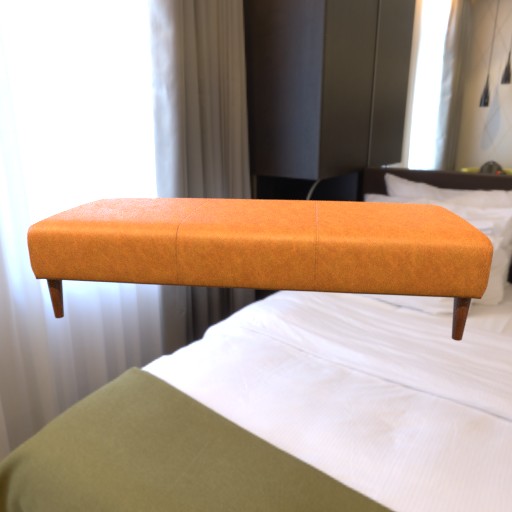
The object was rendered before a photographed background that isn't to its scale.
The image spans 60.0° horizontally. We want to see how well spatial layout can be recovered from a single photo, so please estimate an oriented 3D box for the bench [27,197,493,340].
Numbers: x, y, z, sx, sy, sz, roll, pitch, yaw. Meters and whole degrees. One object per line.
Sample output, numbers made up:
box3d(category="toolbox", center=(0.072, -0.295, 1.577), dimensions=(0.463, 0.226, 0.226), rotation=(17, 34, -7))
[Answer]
box3d(category="bench", center=(0.000, 0.000, 1.827), dimensions=(1.610, 0.399, 0.653), rotation=(2, 17, 7))
